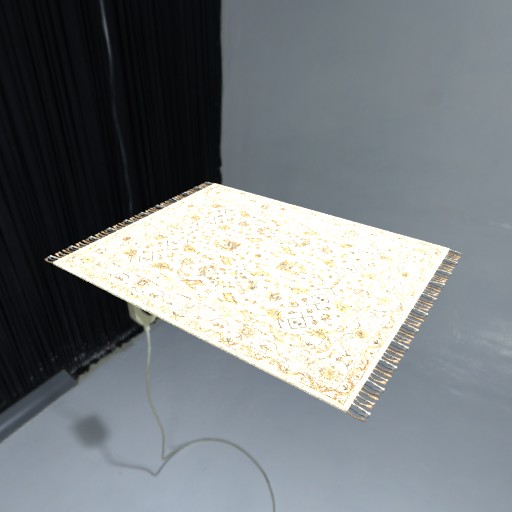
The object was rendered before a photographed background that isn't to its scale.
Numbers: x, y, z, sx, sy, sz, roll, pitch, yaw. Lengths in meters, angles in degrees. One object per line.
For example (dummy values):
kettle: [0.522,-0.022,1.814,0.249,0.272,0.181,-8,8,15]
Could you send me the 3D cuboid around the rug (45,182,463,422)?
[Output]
rug: [0.000,0.000,2.263,1.726,0.009,1.278,20,36,29]
